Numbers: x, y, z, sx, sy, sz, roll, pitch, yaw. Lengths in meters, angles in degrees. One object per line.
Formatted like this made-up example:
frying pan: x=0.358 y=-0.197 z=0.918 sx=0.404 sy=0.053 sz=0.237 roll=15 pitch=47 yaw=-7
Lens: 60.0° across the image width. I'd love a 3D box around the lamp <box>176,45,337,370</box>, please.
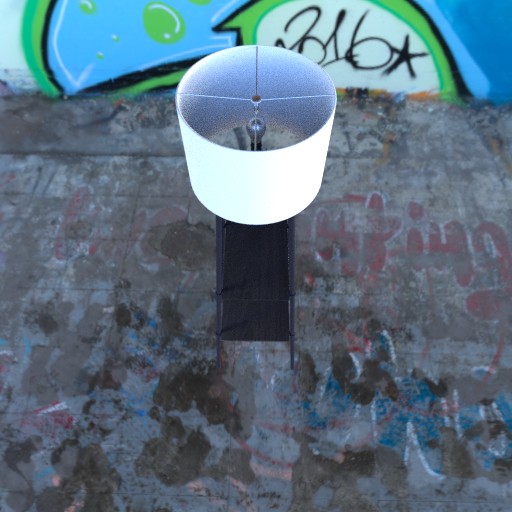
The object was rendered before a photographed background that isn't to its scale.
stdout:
lamp: x=0.000 y=0.000 z=1.668 sx=0.384 sy=1.474 sz=0.427 roll=1 pitch=59 yaw=0
